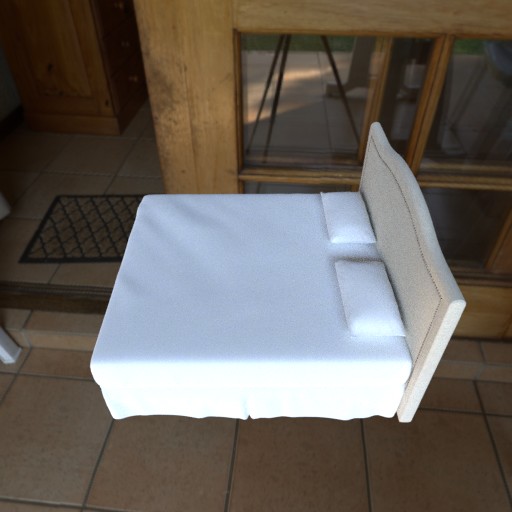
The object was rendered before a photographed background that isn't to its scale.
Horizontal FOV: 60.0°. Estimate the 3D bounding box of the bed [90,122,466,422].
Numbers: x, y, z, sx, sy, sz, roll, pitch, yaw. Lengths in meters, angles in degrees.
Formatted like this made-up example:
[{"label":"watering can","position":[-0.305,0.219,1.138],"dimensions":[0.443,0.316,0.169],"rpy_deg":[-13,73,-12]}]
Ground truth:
[{"label":"bed","position":[0.000,0.000,3.448],"dimensions":[2.182,1.421,2.083],"rpy_deg":[0,42,0]}]
